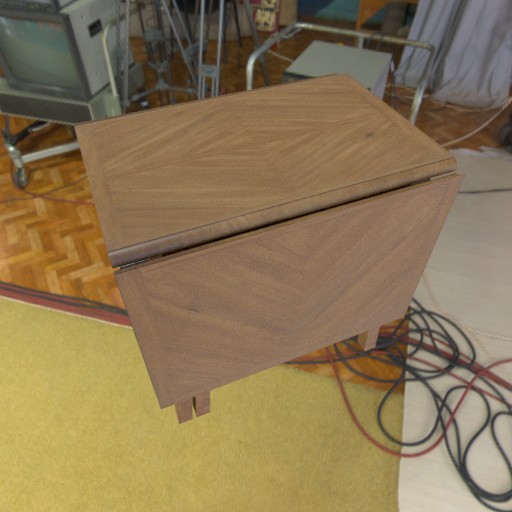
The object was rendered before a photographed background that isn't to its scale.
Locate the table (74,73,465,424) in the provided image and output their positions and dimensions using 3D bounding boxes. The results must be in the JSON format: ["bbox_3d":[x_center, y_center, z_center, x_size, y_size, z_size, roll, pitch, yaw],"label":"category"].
[{"bbox_3d":[0.000,0.000,1.660,0.967,0.981,0.701,-17,48,-16],"label":"table"}]
